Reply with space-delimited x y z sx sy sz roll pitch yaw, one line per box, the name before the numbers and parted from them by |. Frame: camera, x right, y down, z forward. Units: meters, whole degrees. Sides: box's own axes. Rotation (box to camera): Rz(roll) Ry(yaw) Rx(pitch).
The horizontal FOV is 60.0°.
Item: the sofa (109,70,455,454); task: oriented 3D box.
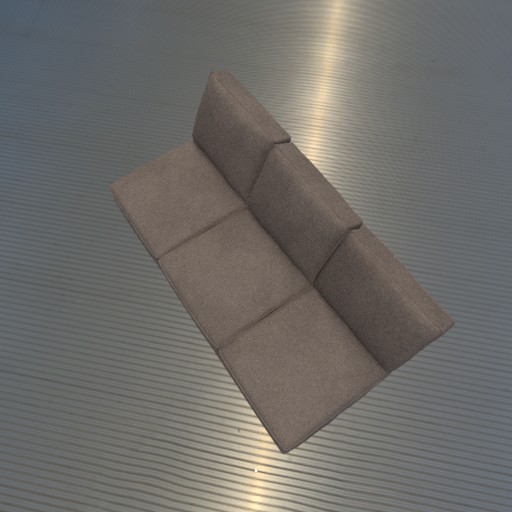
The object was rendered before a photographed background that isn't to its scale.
sofa | 0.000 0.000 2.638 1.027 0.973 1.962 -32 68 -14
